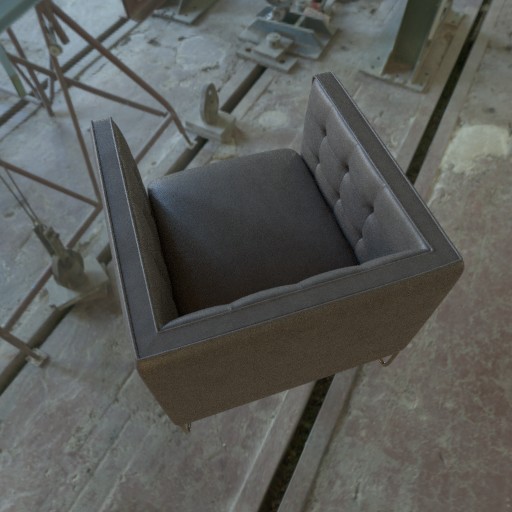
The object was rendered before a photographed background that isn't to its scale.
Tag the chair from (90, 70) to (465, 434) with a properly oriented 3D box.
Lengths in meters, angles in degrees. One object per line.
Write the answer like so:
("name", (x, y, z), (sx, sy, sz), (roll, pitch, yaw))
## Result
("chair", (0.000, 0.000, 1.595), (0.880, 0.790, 0.894), (-16, 58, -10))
